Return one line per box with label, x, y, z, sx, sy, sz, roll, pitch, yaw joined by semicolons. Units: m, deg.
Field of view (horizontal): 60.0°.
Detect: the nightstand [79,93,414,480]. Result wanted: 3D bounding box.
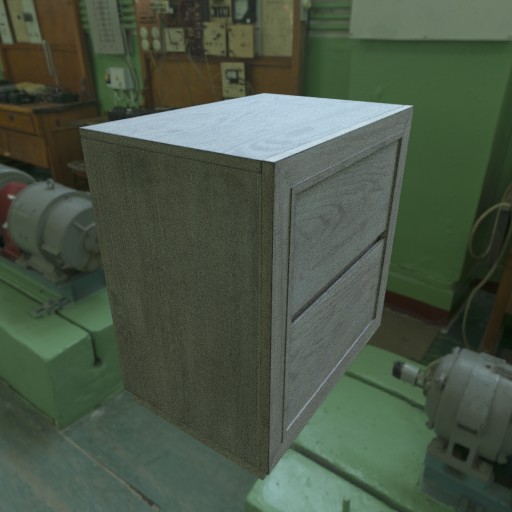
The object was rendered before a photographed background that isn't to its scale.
nightstand;0.000;0.000;1.089;0.483;0.673;0.612;17;32;30
